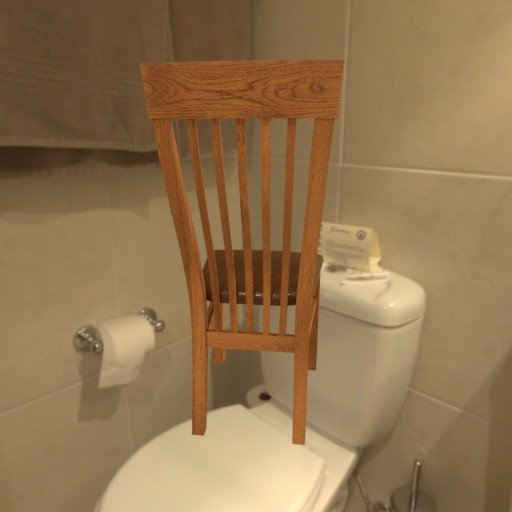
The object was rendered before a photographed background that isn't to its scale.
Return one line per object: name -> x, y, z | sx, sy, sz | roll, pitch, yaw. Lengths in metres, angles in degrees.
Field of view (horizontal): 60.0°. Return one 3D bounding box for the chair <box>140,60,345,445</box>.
chair -> 0.000, 0.000, 1.375 | 0.450, 1.050, 0.580 | 2, 17, 7
